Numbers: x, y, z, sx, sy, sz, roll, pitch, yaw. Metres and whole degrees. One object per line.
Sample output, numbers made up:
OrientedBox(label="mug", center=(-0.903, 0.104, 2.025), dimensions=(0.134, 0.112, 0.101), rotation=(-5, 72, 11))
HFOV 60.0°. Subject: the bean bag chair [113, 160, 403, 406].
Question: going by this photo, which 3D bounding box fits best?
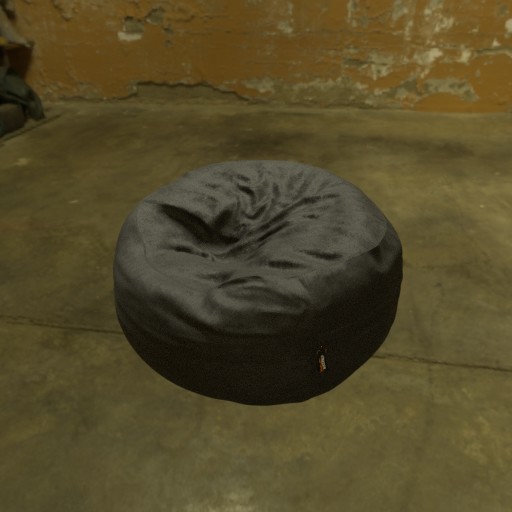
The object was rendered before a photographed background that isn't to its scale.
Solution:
OrientedBox(label="bean bag chair", center=(0.000, 0.000, 2.403), dimensions=(1.525, 0.751, 1.525), rotation=(0, 31, 0))
